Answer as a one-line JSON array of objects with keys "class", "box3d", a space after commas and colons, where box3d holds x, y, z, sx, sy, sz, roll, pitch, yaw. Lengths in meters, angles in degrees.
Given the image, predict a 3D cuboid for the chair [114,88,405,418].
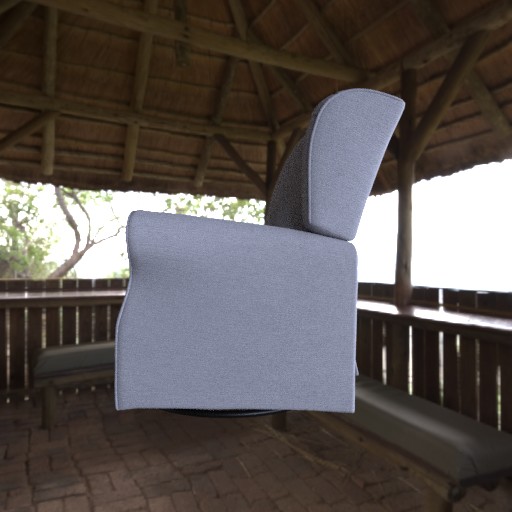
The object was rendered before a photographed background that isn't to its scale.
[{"class": "chair", "box3d": [0.000, 0.000, 1.642, 0.854, 0.966, 0.906, 0, 0, -1]}]
